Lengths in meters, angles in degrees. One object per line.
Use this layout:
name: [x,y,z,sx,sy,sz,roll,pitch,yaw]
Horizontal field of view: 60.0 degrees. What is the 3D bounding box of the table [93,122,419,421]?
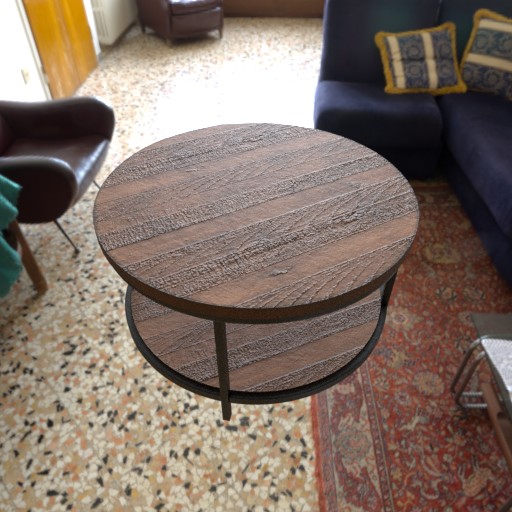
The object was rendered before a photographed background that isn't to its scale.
table: [0.000,0.000,1.331,0.837,0.462,0.837,0,41,0]
